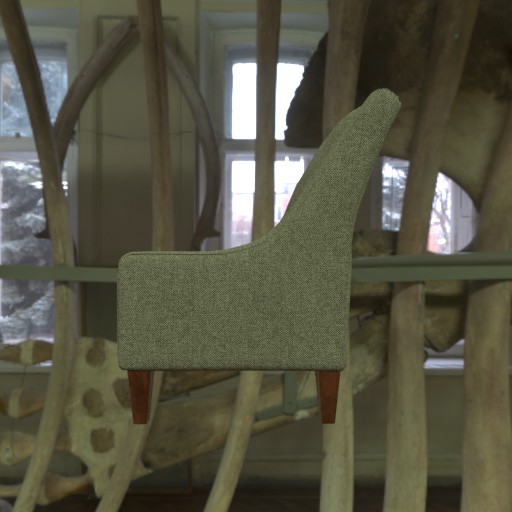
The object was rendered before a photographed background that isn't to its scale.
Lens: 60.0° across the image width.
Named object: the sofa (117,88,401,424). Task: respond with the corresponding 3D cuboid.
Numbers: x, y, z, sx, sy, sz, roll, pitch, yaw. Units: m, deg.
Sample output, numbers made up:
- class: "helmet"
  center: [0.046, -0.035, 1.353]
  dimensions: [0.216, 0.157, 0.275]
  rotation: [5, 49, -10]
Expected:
- class: "sofa"
  center: [0.000, 0.000, 1.928]
  dimensions: [0.870, 1.021, 1.242]
  rotation: [0, 0, 0]
